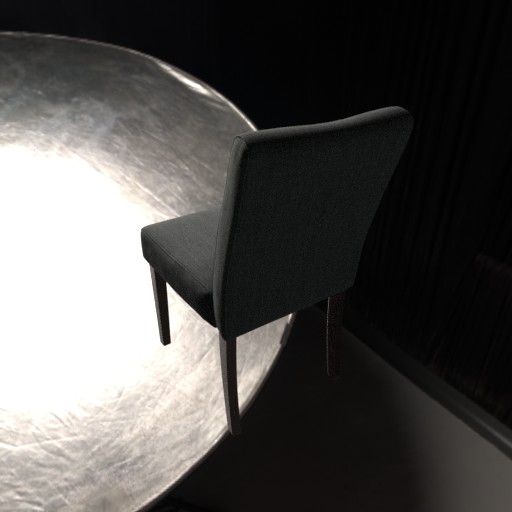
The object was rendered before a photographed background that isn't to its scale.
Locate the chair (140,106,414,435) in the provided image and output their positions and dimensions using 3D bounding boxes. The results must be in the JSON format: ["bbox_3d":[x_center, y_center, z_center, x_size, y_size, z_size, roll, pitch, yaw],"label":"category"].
[{"bbox_3d":[0.000,0.000,1.290,0.487,0.884,0.629,-19,35,-29],"label":"chair"}]
